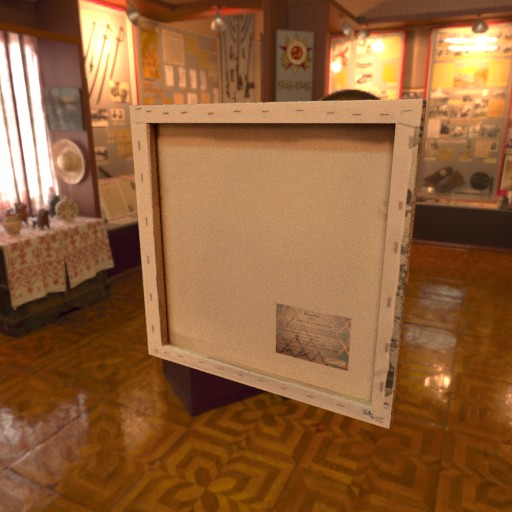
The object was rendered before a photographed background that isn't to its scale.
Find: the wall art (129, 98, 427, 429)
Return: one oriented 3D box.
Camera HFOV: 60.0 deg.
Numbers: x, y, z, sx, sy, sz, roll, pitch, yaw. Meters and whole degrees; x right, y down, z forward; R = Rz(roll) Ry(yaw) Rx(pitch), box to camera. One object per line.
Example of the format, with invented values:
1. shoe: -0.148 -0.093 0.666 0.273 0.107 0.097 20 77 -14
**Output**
1. wall art: 0.000 0.000 0.926 0.609 0.607 0.036 9 19 27
